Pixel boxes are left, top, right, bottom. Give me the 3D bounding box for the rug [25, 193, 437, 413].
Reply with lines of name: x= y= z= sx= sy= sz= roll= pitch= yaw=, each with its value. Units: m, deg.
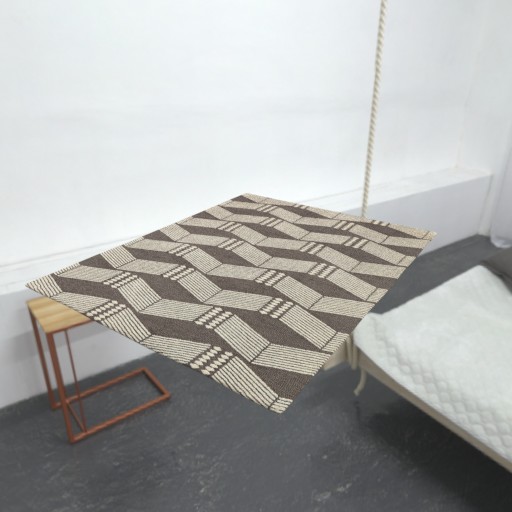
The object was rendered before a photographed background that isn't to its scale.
rug: x=0.000 y=0.000 z=4.069 sx=2.438 sy=0.016 sz=3.048 roll=17 pitch=30 yaw=31
